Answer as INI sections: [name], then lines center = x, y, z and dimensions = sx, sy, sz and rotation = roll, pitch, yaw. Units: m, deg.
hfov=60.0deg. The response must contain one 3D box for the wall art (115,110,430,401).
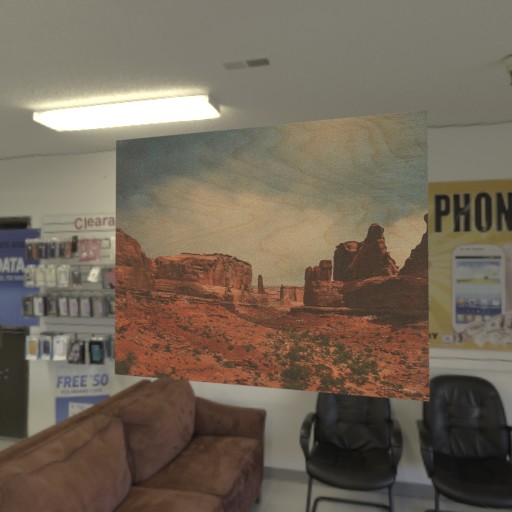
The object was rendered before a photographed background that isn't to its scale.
[wall art]
center = 0.000, 0.000, 0.700
dimensions = 0.508, 0.406, 0.013
rotation = 0, -1, 17
